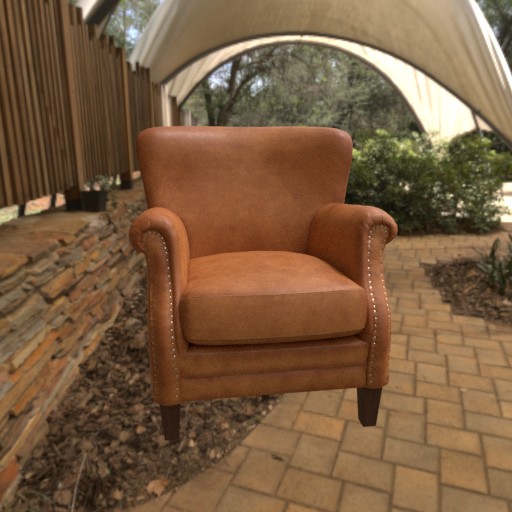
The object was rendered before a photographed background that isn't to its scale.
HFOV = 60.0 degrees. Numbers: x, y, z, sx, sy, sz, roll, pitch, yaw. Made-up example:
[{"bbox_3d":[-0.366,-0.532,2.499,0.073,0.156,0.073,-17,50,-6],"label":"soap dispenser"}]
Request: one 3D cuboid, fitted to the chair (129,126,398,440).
[{"bbox_3d":[0.000,0.000,1.629,0.861,0.936,0.921,-2,15,-8],"label":"chair"}]
